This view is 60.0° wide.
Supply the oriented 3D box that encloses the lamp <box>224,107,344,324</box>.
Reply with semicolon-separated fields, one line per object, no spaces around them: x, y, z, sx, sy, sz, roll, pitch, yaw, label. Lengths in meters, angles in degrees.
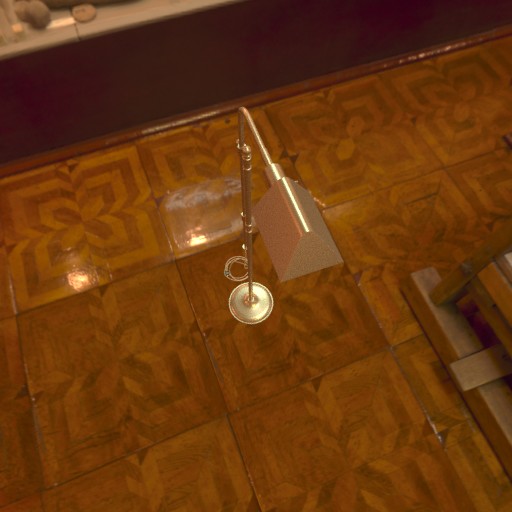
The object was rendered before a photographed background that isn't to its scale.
0.000;0.000;1.842;0.256;1.571;0.813;-18;65;-9;lamp
